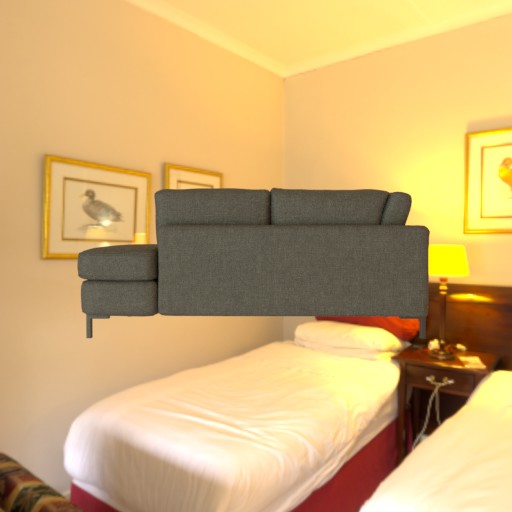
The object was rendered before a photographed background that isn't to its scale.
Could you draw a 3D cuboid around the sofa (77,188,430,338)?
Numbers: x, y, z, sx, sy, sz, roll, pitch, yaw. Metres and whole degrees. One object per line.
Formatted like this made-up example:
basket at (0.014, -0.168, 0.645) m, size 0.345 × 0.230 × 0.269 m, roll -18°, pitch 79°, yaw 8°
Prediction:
sofa at (0.000, 0.000, 3.900) m, size 1.984 × 0.858 × 2.972 m, roll 0°, pitch 1°, yaw 1°
